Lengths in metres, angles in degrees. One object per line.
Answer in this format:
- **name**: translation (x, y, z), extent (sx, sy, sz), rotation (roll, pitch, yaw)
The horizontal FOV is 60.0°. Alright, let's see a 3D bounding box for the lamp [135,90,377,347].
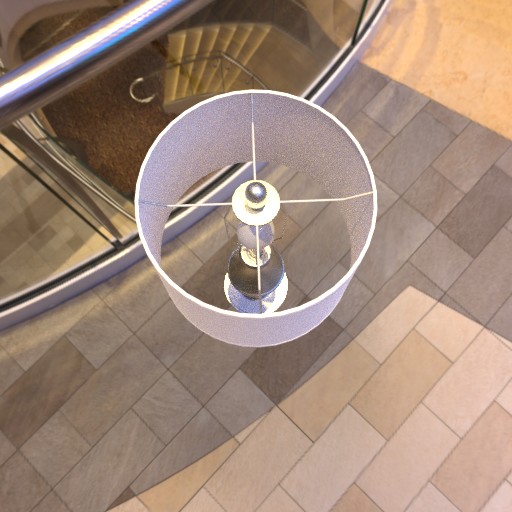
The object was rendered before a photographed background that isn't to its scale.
- **lamp**: translation (0.000, 0.000, 0.936), extent (0.383, 0.733, 0.383), rotation (0, 76, 0)
